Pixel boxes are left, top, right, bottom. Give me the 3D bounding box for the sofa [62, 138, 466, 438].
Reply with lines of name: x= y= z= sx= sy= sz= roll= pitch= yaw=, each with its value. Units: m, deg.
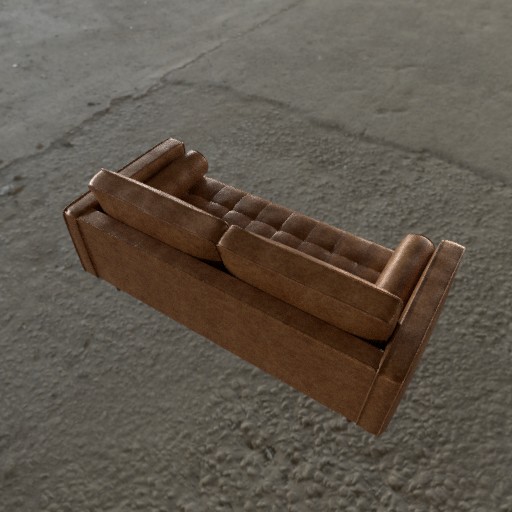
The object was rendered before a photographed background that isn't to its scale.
sofa: x=0.000 y=0.000 z=2.413 sx=1.920 sy=0.825 sz=0.924 roll=25 pitch=51 yaw=22
